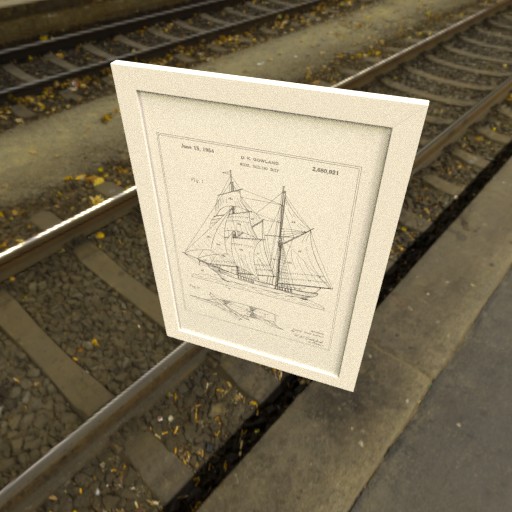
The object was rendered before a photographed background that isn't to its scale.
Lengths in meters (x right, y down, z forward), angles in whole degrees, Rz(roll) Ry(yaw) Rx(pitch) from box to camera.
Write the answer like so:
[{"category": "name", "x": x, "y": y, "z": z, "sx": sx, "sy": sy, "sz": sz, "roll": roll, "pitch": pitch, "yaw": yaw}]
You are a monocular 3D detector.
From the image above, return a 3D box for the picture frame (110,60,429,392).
[{"category": "picture frame", "x": 0.000, "y": 0.000, "z": 0.586, "sx": 0.326, "sy": 0.459, "sz": 0.011, "roll": 13, "pitch": 43, "yaw": 15}]
